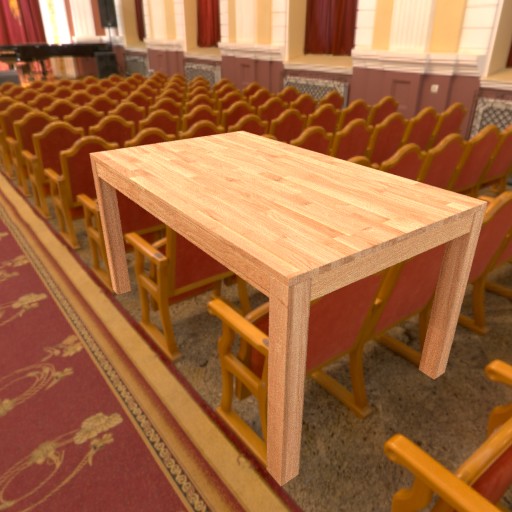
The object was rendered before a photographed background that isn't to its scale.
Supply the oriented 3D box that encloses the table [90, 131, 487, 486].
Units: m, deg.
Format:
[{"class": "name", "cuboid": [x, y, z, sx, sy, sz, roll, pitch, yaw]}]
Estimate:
[{"class": "table", "cuboid": [0.000, 0.000, 2.020, 0.900, 0.770, 1.500, -18, 32, -32]}]
